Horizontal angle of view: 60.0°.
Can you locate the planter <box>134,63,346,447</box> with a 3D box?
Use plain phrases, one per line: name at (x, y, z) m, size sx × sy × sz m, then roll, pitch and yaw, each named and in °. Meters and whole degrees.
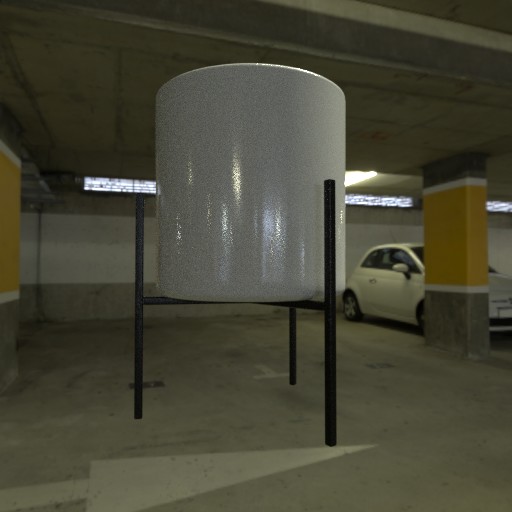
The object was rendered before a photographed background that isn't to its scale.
planter at (0.000, 0.000, 0.507) m, size 0.239 × 0.356 × 0.239 m, roll 1°, pitch -2°, yaw -36°
